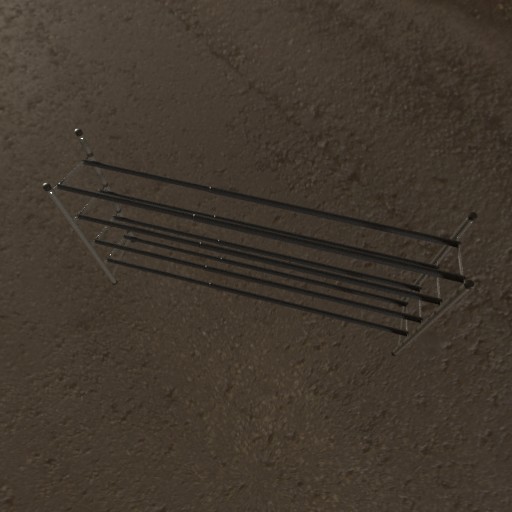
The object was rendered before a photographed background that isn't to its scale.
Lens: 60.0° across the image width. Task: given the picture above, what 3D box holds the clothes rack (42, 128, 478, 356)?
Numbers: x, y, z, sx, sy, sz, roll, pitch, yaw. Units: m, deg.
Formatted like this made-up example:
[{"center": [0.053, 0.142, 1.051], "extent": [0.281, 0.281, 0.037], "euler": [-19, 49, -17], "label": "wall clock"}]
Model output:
[{"center": [0.000, 0.000, 1.500], "extent": [1.168, 0.672, 0.229], "euler": [13, 64, 7], "label": "clothes rack"}]
